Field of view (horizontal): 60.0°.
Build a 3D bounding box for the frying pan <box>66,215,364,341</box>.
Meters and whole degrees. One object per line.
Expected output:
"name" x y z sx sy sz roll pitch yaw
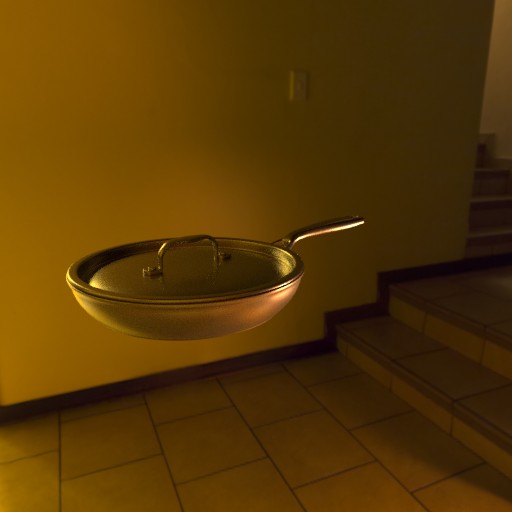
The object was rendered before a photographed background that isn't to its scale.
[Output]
"frying pan" 0.000 0.000 0.603 0.490 0.086 0.272 -13 20 -42
